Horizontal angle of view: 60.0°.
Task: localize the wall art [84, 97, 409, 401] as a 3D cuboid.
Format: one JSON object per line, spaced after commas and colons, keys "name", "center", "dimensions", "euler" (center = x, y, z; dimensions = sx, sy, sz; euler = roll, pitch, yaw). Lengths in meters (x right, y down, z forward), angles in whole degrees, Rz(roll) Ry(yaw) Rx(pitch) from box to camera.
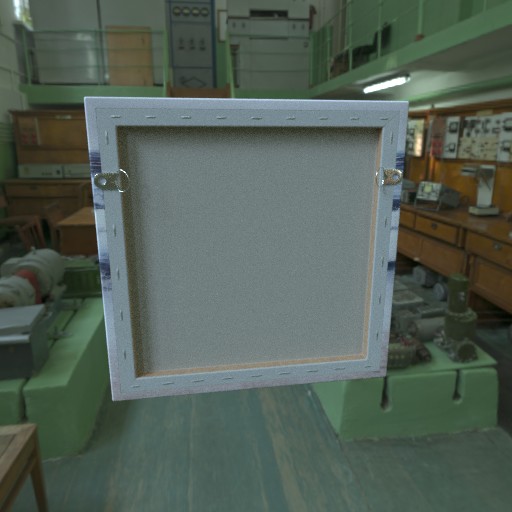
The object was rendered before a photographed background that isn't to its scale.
{"name": "wall art", "center": [0.000, 0.000, 1.116], "dimensions": [0.755, 0.747, 0.065], "euler": [-2, 15, -9]}
